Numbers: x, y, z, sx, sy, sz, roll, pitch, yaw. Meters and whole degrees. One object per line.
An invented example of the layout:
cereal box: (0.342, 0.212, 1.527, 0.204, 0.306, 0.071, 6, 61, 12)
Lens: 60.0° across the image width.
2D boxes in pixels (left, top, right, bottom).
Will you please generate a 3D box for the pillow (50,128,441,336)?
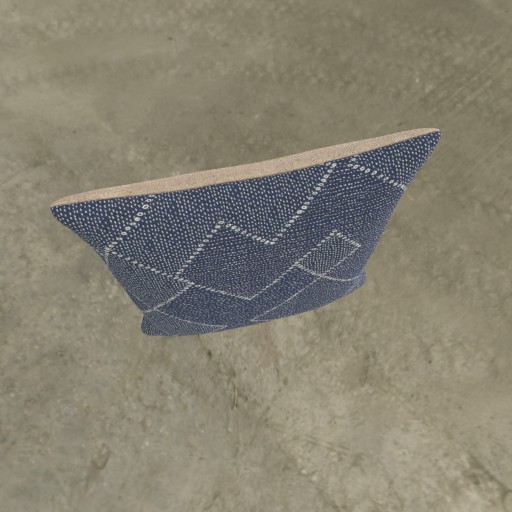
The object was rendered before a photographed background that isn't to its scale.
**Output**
pillow: (0.000, 0.000, 0.661, 0.435, 0.428, 0.148, -12, 65, -6)
